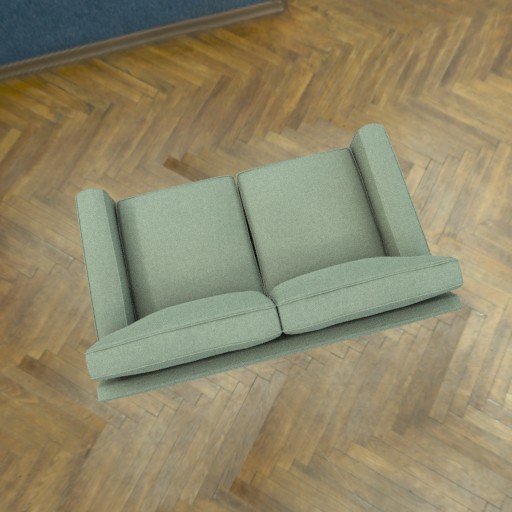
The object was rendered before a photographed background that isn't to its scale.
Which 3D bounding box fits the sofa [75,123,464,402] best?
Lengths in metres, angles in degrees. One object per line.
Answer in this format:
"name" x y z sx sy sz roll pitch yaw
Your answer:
"sofa" 0.000 0.000 2.069 1.484 0.853 0.940 -14 76 -3
